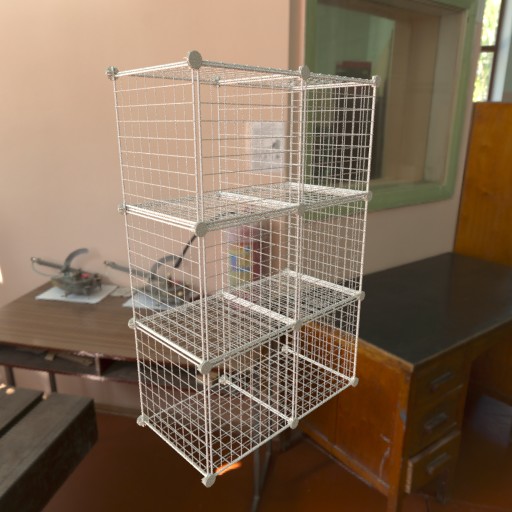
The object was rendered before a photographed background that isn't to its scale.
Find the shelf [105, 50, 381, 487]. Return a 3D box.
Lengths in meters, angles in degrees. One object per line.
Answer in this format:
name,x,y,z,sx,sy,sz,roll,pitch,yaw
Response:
shelf,0.000,0.000,1.379,0.711,1.067,0.356,-15,23,-42
